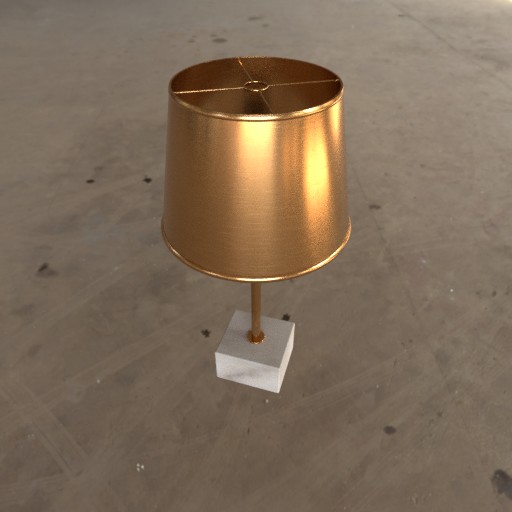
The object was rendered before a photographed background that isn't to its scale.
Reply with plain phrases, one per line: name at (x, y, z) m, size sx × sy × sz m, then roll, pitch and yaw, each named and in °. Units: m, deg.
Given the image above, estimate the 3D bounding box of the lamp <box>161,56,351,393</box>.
lamp at (0.000, 0.000, 0.526) m, size 0.208 × 0.406 × 0.208 m, roll 0°, pitch 40°, yaw 0°
